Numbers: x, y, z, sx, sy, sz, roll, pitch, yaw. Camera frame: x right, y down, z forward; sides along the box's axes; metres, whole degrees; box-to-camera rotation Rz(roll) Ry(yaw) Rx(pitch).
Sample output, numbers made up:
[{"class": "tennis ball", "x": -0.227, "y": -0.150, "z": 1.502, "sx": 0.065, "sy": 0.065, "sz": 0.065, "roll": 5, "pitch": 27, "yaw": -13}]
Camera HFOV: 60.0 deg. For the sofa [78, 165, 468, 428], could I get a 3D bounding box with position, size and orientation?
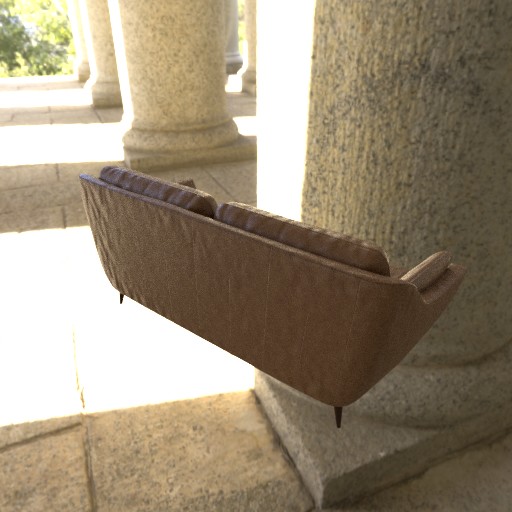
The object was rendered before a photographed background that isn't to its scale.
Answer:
[{"class": "sofa", "x": 0.000, "y": 0.000, "z": 2.357, "sx": 1.902, "sy": 0.839, "sz": 0.904, "roll": 21, "pitch": 35, "yaw": 32}]
